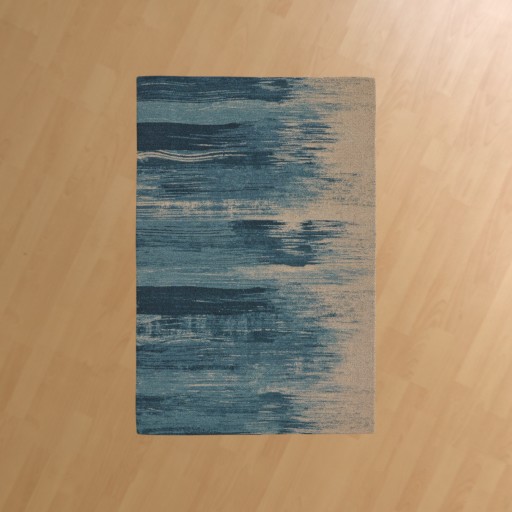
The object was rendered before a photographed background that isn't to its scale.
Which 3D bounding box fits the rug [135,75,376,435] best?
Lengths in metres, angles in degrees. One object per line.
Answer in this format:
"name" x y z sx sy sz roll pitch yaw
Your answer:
"rug" 0.000 0.000 2.267 1.232 0.009 1.836 0 90 -1
